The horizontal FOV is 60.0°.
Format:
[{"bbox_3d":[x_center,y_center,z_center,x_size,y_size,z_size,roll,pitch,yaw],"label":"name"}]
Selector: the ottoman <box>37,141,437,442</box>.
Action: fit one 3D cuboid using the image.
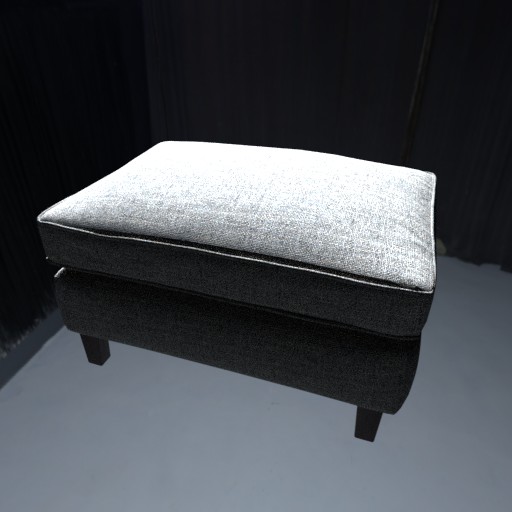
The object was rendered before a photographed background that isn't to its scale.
[{"bbox_3d":[0.000,0.000,0.942,0.686,0.406,0.508,10,34,16],"label":"ottoman"}]
